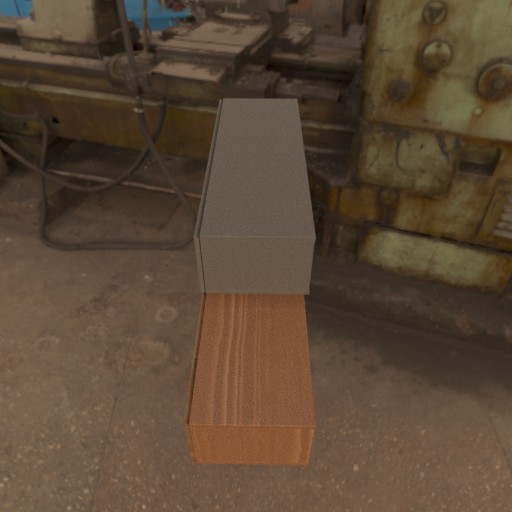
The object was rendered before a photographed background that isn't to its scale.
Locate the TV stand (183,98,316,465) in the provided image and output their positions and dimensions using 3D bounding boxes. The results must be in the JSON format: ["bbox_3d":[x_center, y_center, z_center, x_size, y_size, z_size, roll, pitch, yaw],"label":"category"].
[{"bbox_3d":[0.000,0.000,1.574,0.329,0.591,1.336,1,42,1],"label":"TV stand"}]
